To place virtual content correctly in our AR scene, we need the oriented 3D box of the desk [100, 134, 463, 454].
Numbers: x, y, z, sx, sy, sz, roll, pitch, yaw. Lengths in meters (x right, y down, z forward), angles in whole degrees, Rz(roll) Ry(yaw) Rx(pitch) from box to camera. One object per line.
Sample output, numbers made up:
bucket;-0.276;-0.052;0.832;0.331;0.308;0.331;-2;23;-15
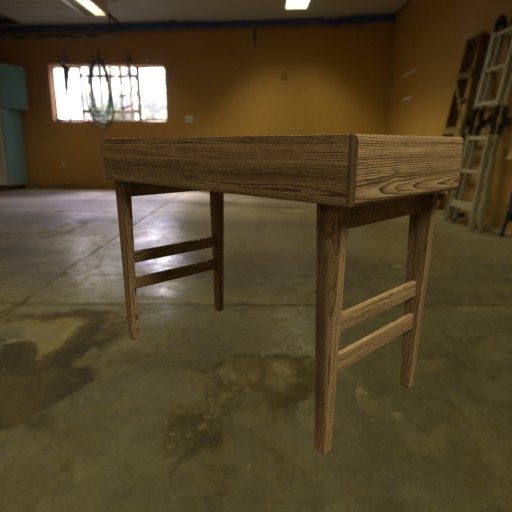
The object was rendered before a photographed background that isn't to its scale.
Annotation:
desk;0.000;0.000;1.468;0.508;0.755;1.067;-14;19;-43
